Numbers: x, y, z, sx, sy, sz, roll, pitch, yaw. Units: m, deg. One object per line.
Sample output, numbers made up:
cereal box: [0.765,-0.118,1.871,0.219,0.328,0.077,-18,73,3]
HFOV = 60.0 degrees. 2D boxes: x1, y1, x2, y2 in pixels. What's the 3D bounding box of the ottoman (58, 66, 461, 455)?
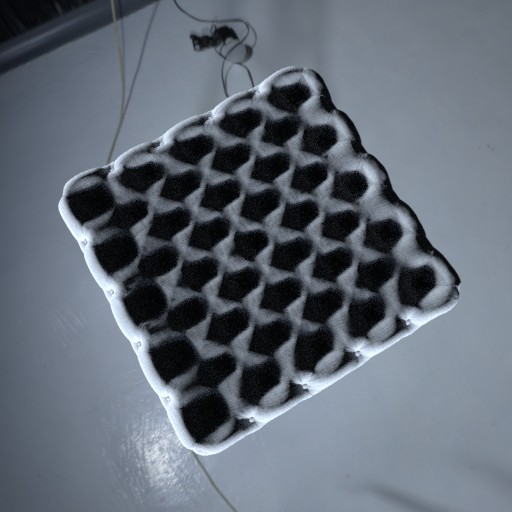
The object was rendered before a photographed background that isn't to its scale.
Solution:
ottoman: [0.000,0.000,1.211,0.764,0.365,0.758,-30,80,-6]
